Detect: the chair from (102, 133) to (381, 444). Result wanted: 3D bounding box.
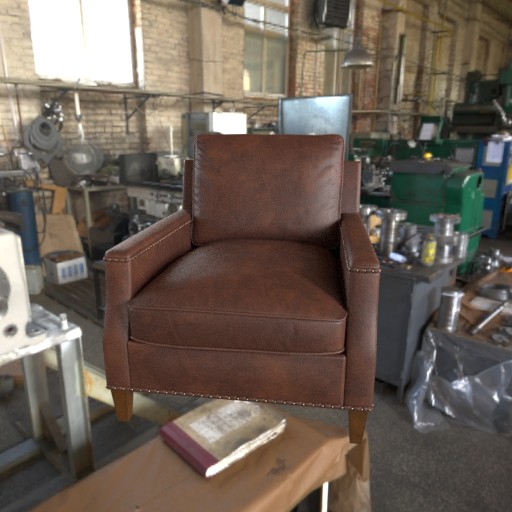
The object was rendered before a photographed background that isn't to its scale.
[{"bbox_3d":[0.000,0.000,1.742,0.853,0.929,1.014,2,16,8],"label":"chair"}]
